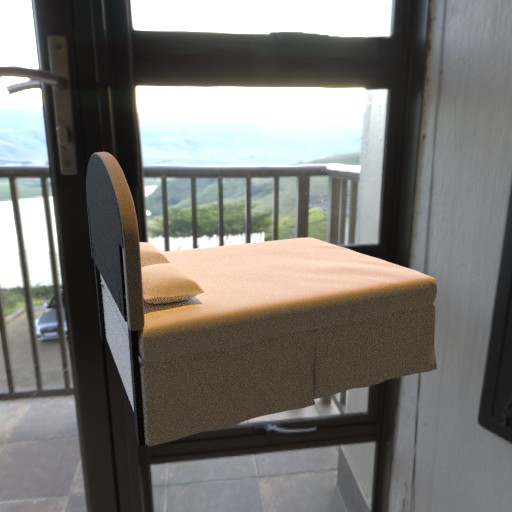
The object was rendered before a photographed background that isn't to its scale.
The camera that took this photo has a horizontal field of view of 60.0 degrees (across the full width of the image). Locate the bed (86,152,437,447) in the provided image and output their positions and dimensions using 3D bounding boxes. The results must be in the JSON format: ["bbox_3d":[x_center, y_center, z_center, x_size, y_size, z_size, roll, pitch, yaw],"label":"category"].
[{"bbox_3d":[0.000,0.000,3.064,2.005,1.410,1.607,-7,15,-25],"label":"bed"}]
